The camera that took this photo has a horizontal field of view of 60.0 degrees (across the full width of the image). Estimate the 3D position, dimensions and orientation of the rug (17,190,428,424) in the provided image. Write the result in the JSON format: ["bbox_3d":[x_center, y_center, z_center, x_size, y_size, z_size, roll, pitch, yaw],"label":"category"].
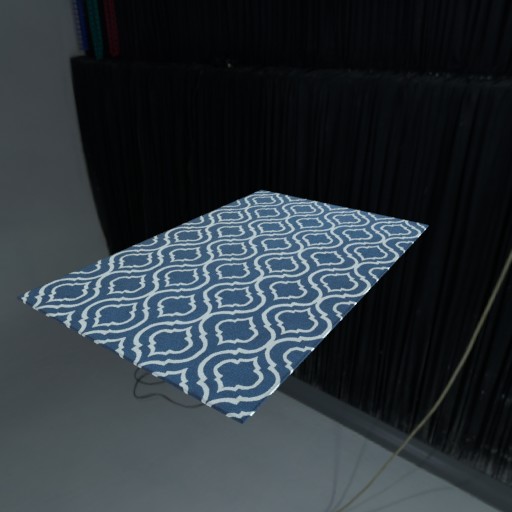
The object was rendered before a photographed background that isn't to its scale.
[{"bbox_3d":[0.000,0.000,2.142,1.143,0.010,1.753,17,31,31],"label":"rug"}]
